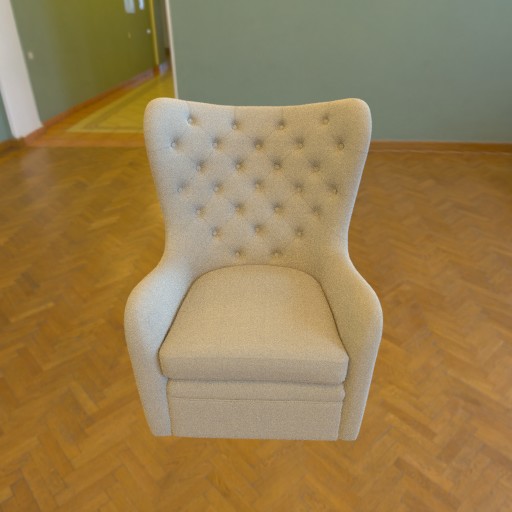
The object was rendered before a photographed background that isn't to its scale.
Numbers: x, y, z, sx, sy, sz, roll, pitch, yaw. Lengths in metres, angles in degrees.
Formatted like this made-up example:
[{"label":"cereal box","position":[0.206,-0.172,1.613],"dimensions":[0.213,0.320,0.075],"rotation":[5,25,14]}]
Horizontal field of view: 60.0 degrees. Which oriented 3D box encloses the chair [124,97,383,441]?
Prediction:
[{"label":"chair","position":[0.000,0.000,1.725],"dimensions":[0.831,1.079,0.929],"rotation":[1,30,1]}]
